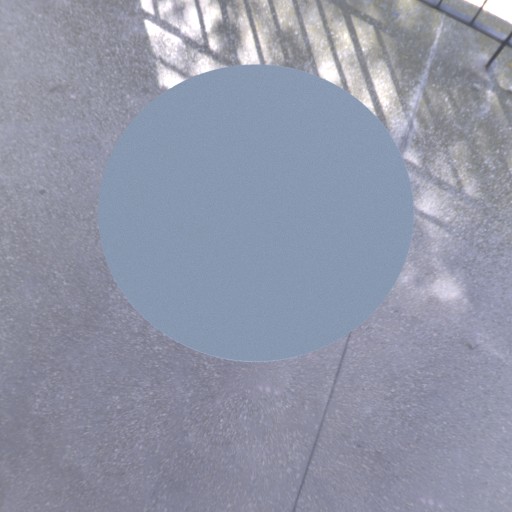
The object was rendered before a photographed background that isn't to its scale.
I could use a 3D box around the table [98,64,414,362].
[{"bbox_3d":[0.000,0.000,0.734,0.350,0.500,0.350,0,76,0],"label":"table"}]
